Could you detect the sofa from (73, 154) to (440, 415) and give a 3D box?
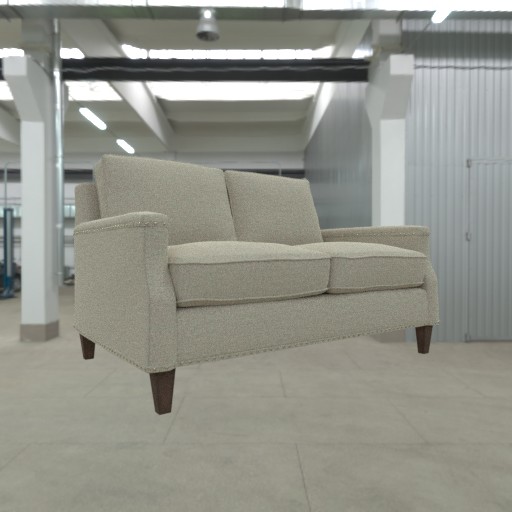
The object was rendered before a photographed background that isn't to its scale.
[{"bbox_3d":[0.000,0.000,2.248,1.597,1.003,1.084,-1,1,-36],"label":"sofa"}]
